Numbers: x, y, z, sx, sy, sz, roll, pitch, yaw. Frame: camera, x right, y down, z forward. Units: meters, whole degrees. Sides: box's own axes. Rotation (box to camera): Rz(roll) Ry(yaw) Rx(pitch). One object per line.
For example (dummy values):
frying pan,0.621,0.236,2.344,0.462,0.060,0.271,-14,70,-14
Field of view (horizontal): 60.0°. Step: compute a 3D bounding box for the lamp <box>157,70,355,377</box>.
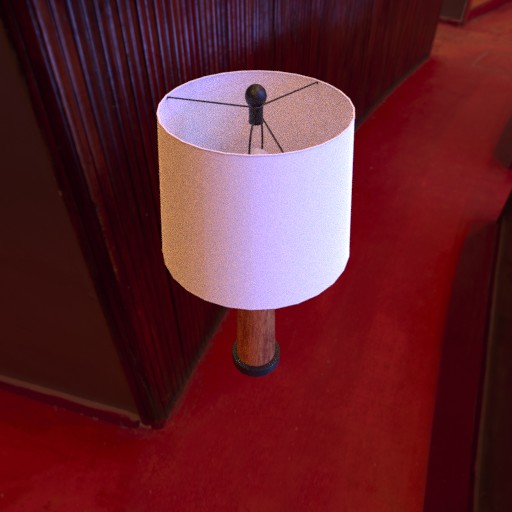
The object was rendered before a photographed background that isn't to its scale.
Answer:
lamp,0.000,0.000,0.863,0.349,0.667,0.349,0,42,0
